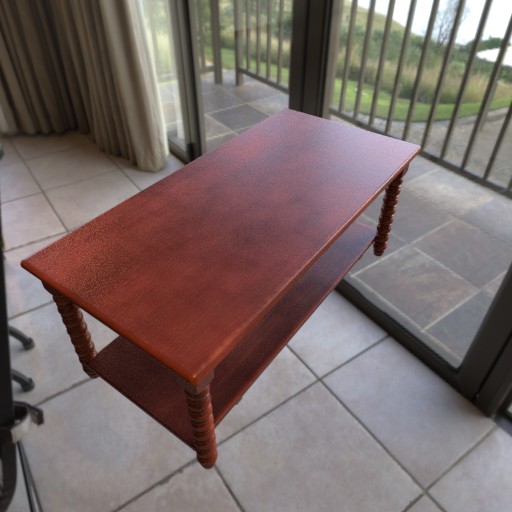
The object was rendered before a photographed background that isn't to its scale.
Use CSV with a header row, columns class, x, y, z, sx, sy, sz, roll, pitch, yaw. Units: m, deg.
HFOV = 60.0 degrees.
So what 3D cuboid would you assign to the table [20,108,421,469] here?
class,x,y,z,sx,sy,sz,roll,pitch,yaw
table,0.000,0.000,1.460,0.580,0.485,1.171,26,47,27
